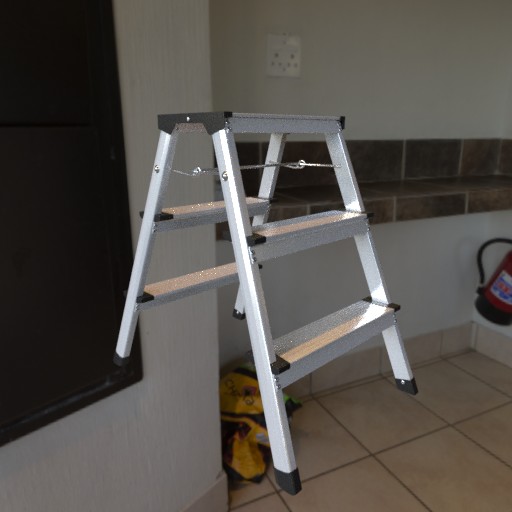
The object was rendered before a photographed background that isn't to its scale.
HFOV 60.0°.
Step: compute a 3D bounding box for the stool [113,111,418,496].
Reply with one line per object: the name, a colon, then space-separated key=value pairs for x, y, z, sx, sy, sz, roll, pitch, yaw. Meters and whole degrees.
stool: x=0.000 y=0.000 z=0.999 sx=0.437 sy=0.605 sz=0.622 roll=-15 pitch=21 yaw=-42
